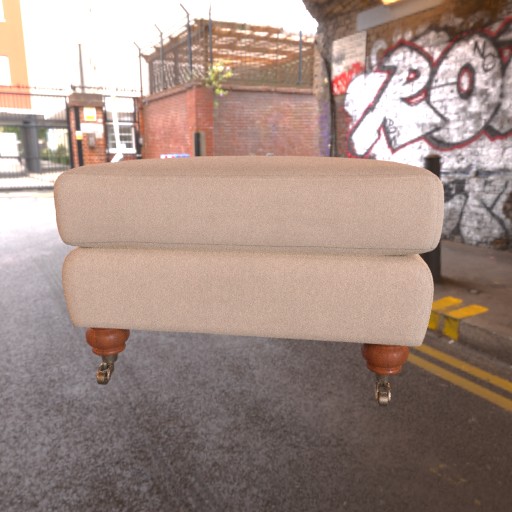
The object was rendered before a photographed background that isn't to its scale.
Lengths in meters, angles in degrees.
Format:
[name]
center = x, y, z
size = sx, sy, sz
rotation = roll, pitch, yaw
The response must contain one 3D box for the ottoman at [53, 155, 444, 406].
[ottoman]
center = 0.000, 0.000, 1.131
size = 0.773, 0.499, 0.569
rotation = 2, 13, 8
